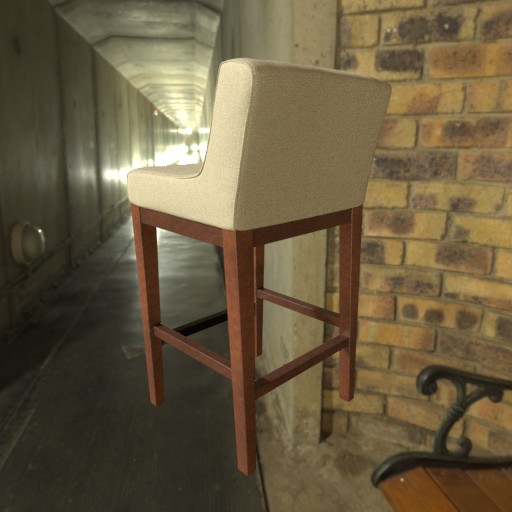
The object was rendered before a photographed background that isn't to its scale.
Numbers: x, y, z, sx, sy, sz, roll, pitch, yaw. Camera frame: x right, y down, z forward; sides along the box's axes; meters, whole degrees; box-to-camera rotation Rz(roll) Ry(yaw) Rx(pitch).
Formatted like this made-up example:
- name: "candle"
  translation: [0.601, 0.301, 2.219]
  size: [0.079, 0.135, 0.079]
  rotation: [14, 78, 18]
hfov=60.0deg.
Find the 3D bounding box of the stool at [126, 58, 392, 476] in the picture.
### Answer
- name: "stool"
  translation: [0.000, 0.000, 1.233]
  size: [0.500, 0.937, 0.511]
  rotation: [15, 22, 43]
